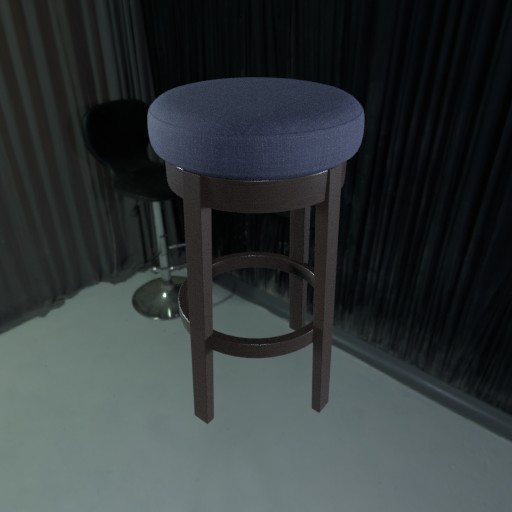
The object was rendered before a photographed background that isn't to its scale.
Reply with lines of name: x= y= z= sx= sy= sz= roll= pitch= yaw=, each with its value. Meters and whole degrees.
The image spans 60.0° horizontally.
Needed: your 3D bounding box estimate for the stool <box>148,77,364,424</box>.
stool: x=0.000 y=0.000 z=1.063 sx=0.446 sy=0.758 sz=0.446 roll=0 pitch=32 yaw=0
